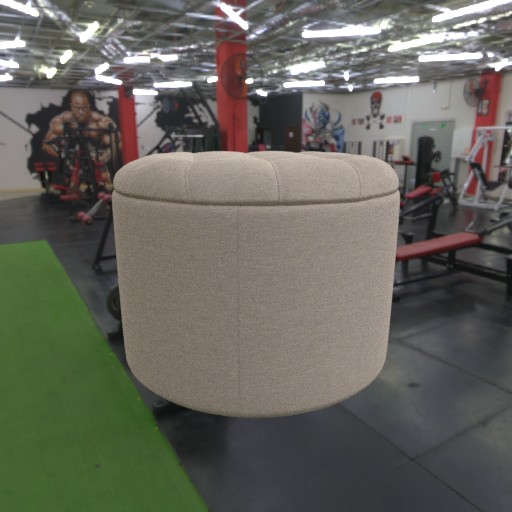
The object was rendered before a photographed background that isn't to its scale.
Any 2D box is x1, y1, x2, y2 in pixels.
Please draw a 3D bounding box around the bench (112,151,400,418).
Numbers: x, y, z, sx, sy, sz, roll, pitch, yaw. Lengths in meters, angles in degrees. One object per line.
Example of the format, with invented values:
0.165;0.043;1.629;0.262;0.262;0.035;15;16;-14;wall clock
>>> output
0.000;0.000;1.002;0.600;0.454;0.600;0;15;0;bench
